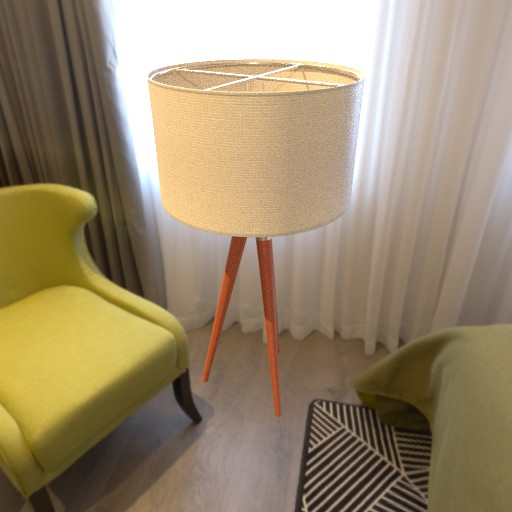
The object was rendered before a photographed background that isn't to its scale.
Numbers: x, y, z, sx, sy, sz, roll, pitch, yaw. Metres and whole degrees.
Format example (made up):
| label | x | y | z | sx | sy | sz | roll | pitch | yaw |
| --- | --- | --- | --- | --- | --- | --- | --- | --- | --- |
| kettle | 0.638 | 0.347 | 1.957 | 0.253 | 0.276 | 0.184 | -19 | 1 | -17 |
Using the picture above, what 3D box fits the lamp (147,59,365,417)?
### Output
| label | x | y | z | sx | sy | sz | roll | pitch | yaw |
| --- | --- | --- | --- | --- | --- | --- | --- | --- | --- |
| lamp | 0.000 | 0.000 | 0.915 | 0.355 | 0.709 | 0.354 | -10 | 32 | -16 |
